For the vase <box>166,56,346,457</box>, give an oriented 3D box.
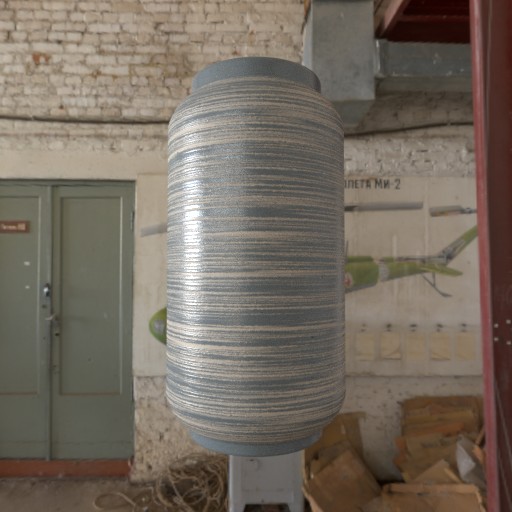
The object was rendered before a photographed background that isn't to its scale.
[{"bbox_3d":[0.000,0.000,0.295,0.116,0.230,0.116,0,-2,0],"label":"vase"}]
